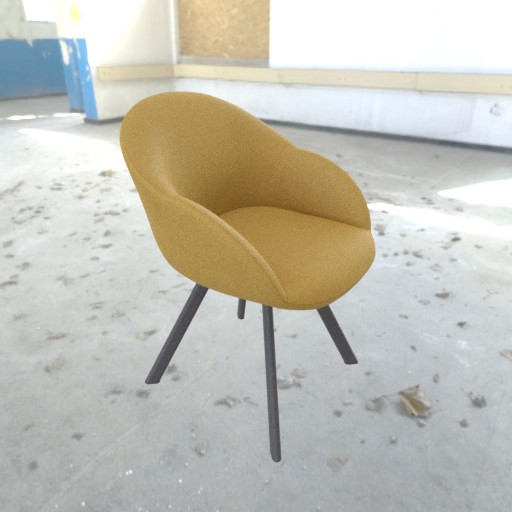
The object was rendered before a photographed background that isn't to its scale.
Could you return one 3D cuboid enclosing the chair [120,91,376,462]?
[{"bbox_3d":[0.000,0.000,1.185,0.583,0.793,0.551,18,31,32],"label":"chair"}]
